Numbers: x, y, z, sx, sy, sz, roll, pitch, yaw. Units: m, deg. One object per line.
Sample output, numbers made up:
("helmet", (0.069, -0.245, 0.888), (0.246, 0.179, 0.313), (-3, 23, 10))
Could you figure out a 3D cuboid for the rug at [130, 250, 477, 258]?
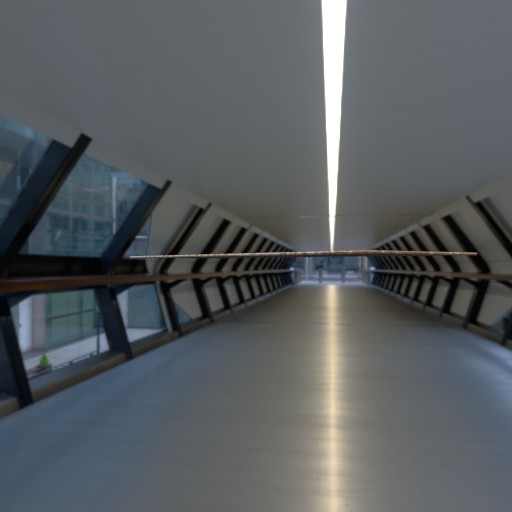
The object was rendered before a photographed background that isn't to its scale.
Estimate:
("rug", (0.000, 0.000, 2.799), (0.750, 0.011, 2.435), (1, -1, -36))
